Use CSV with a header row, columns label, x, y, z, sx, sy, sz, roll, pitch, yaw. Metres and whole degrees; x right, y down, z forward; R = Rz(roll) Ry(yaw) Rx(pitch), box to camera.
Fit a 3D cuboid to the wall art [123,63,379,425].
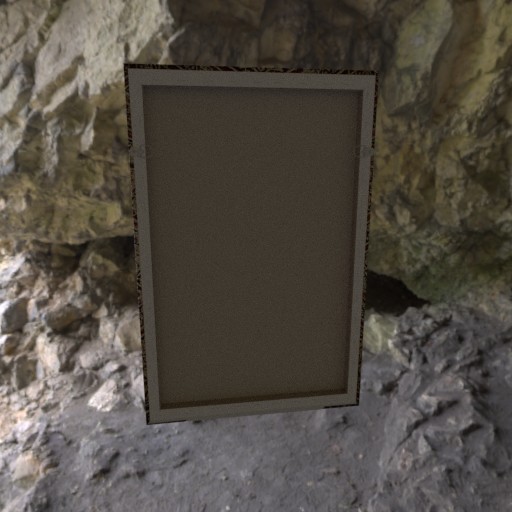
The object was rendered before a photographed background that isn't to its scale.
label,x,y,z,sx,sy,sz,roll,pitch,yaw
wall art,0.000,0.000,0.756,0.397,0.599,0.020,-2,13,-9
